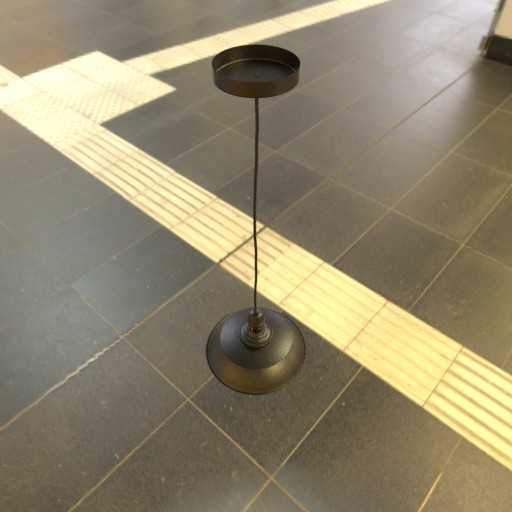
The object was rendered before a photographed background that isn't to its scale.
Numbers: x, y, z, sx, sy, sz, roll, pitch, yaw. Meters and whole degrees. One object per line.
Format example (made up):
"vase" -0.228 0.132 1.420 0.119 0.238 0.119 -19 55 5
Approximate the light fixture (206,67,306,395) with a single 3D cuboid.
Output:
"light fixture" 0.000 0.000 1.141 0.331 0.993 0.331 17 49 15
